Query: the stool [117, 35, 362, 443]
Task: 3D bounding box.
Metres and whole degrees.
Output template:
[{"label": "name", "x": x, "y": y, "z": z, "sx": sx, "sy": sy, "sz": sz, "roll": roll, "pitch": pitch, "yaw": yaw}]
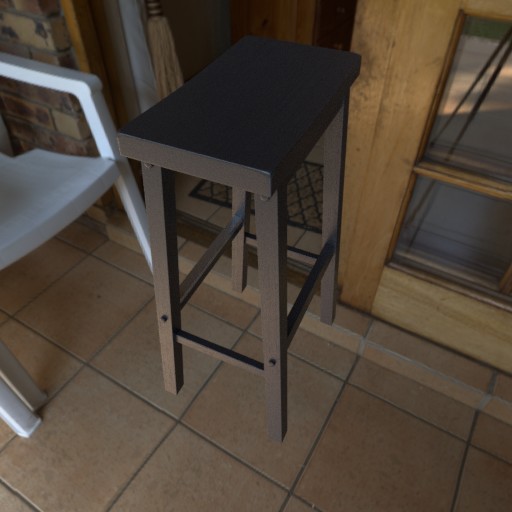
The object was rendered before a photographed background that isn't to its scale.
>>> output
[{"label": "stool", "x": 0.000, "y": 0.000, "z": 0.951, "sx": 0.322, "sy": 0.742, "sz": 0.406, "roll": 18, "pitch": 48, "yaw": 17}]
